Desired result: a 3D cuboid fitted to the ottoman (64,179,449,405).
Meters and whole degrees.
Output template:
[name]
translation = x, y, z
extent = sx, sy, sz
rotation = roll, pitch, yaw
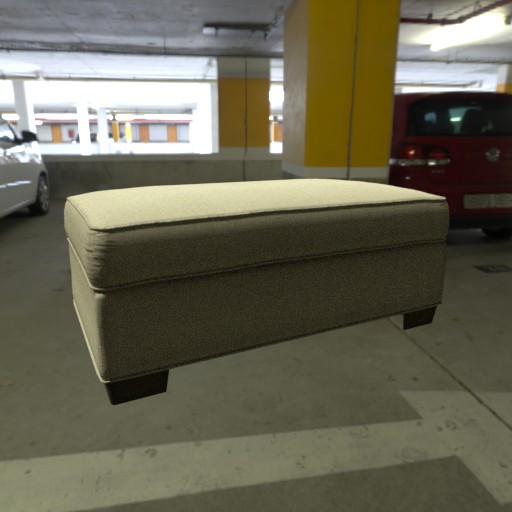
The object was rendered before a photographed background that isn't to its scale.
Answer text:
[ottoman]
translation = 0.000, 0.000, 1.451
extent = 1.097, 0.461, 0.617
rotation = -8, 17, -26
